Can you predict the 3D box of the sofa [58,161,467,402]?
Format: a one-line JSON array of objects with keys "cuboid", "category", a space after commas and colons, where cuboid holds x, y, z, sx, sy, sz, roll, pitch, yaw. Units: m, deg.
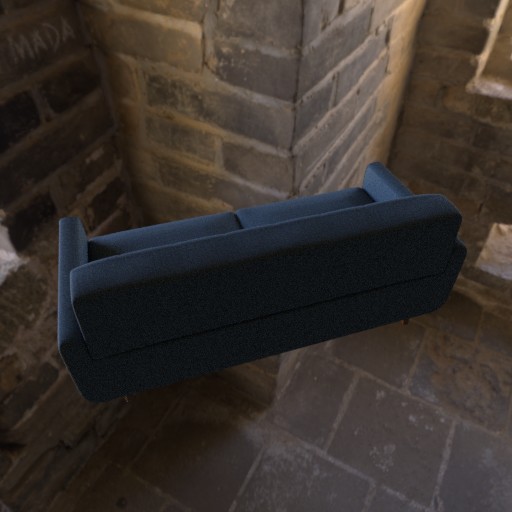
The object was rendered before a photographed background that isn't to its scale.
[{"cuboid": [0.000, 0.000, 2.516, 2.055, 0.884, 0.942, -12, 44, -13], "category": "sofa"}]
